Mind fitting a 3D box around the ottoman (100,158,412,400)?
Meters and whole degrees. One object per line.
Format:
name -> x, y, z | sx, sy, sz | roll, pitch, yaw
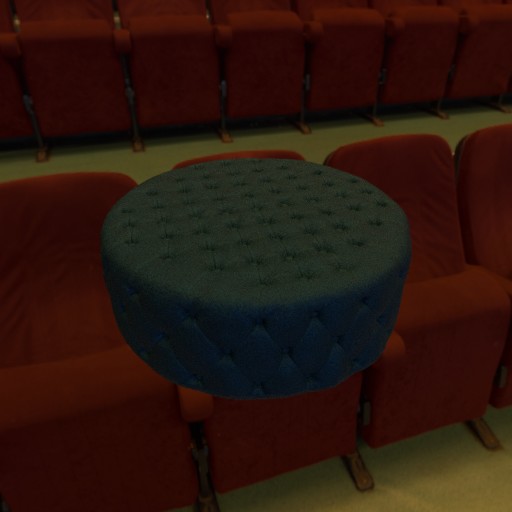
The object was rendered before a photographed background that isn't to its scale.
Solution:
ottoman -> 0.000, 0.000, 1.516 | 0.998, 0.398, 0.998 | 0, 33, 0
